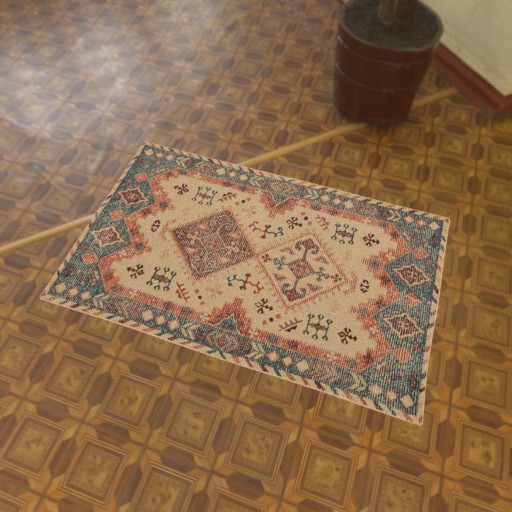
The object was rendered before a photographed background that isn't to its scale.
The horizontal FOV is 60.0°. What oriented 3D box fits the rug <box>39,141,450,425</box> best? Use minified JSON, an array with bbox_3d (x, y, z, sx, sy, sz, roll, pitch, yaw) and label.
[{"bbox_3d":[0.000,0.000,3.047,2.464,0.023,1.521,16,59,10],"label":"rug"}]
